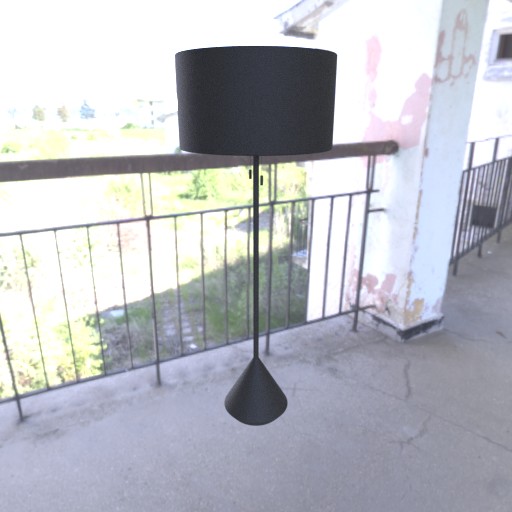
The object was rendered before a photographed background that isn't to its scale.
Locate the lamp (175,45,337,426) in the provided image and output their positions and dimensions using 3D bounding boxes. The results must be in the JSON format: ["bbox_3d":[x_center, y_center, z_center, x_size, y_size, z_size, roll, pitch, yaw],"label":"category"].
[{"bbox_3d":[0.000,0.000,1.843,0.580,1.526,0.580,-9,21,-24],"label":"lamp"}]
